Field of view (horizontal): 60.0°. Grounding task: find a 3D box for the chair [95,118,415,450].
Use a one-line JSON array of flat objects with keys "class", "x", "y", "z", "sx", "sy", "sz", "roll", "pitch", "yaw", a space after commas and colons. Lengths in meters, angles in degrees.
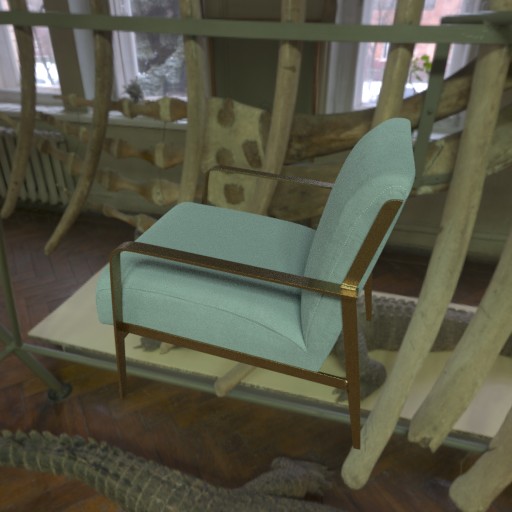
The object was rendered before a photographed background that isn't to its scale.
[{"class": "chair", "x": 0.000, "y": 0.000, "z": 1.441, "sx": 0.842, "sy": 0.824, "sz": 0.701, "roll": 8, "pitch": 30, "yaw": 14}]
